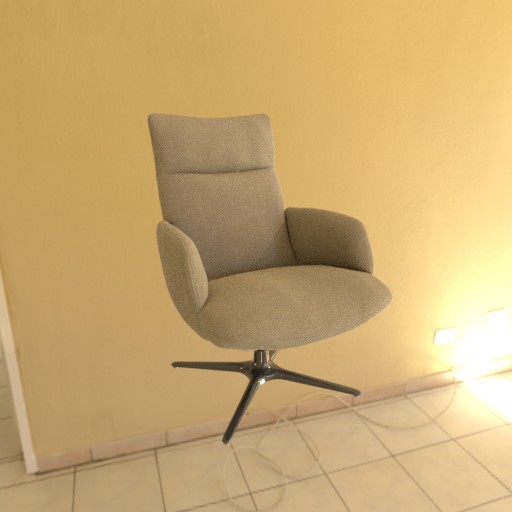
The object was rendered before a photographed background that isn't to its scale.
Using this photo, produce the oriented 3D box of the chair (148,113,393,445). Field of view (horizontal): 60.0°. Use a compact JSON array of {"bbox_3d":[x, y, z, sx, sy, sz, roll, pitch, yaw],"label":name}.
[{"bbox_3d":[0.000,0.000,1.648,0.711,1.016,0.889,-9,19,-27],"label":"chair"}]
